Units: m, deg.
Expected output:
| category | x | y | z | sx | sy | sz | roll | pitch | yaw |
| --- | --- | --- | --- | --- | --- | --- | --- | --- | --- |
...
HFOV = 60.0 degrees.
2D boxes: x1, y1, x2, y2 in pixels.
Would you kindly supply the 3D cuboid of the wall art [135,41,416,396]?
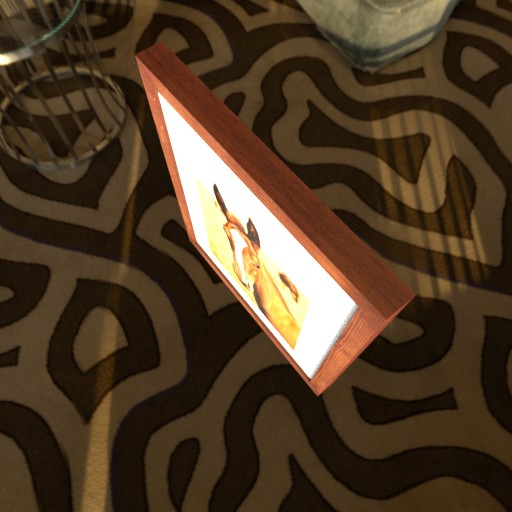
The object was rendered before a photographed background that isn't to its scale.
| category | x | y | z | sx | sy | sz | roll | pitch | yaw |
| --- | --- | --- | --- | --- | --- | --- | --- | --- | --- |
| wall art | 0.000 | 0.000 | 0.540 | 0.030 | 0.381 | 0.330 | -36 | 70 | -15 |
